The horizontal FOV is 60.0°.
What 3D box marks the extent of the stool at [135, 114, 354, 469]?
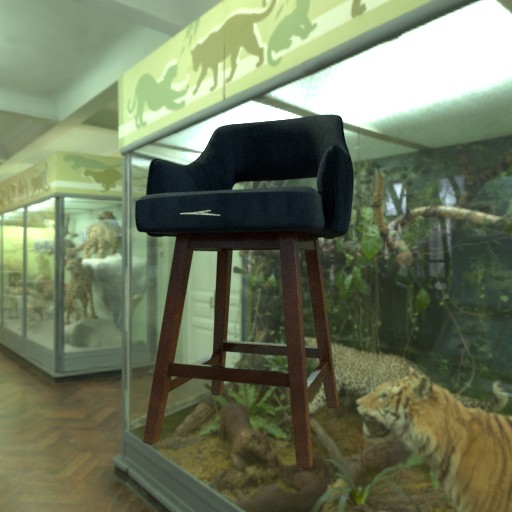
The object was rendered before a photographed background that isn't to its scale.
[{"bbox_3d":[0.000,0.000,1.281,0.550,0.940,0.560,0,0,19],"label":"stool"}]
